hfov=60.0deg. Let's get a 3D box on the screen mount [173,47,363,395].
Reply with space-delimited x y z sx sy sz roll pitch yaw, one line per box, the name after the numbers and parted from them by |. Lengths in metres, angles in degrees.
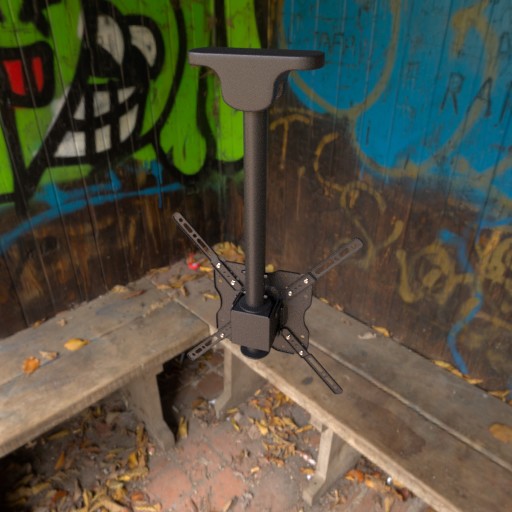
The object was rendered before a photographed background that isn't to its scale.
0.000 0.000 0.862 0.393 0.729 0.090 9 32 15 | screen mount
